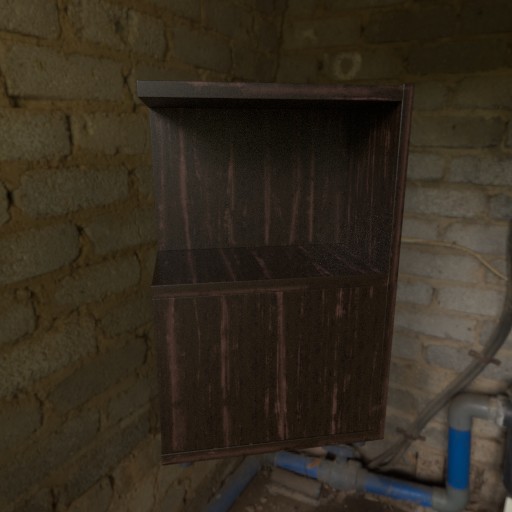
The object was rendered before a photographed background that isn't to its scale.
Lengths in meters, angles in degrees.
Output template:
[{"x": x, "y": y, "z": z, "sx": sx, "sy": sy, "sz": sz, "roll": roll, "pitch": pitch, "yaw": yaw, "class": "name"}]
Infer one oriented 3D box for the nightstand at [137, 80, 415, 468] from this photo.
[{"x": 0.000, "y": 0.000, "z": 0.817, "sx": 0.356, "sy": 0.559, "sz": 0.400, "roll": -3, "pitch": 15, "yaw": -9, "class": "nightstand"}]
